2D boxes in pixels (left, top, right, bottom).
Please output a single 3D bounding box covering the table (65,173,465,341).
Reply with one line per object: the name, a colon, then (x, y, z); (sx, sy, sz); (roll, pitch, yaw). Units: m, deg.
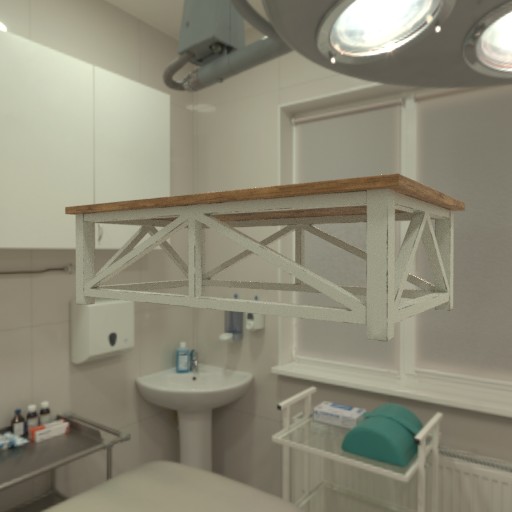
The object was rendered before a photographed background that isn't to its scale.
table: (0.000, 0.000, 1.784); (1.400, 0.410, 0.800); (0, 1, 35)
